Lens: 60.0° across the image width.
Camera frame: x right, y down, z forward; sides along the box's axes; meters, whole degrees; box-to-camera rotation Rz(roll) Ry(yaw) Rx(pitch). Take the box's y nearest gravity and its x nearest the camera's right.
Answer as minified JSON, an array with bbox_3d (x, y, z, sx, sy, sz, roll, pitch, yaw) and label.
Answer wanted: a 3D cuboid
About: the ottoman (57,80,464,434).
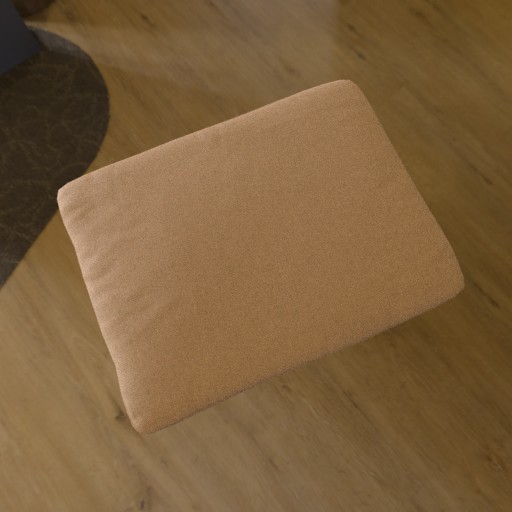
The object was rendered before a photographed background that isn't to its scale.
[{"bbox_3d":[0.000,0.000,1.328,0.902,0.511,0.692,-23,76,-6],"label":"ottoman"}]
